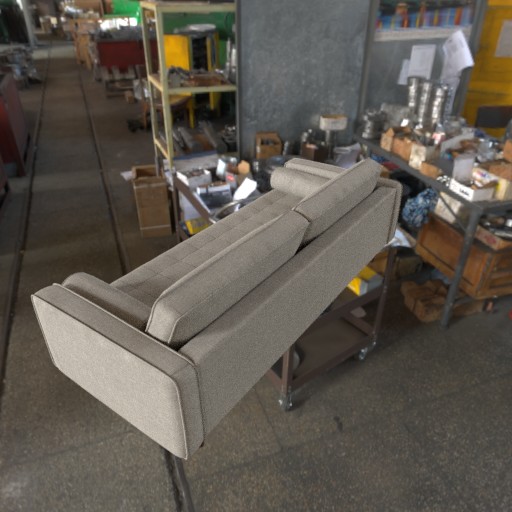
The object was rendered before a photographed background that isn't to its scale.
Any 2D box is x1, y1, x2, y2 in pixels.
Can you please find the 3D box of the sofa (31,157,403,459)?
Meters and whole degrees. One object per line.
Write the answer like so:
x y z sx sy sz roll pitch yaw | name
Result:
0.000 0.000 2.572 0.914 0.762 2.211 21 37 30 | sofa
